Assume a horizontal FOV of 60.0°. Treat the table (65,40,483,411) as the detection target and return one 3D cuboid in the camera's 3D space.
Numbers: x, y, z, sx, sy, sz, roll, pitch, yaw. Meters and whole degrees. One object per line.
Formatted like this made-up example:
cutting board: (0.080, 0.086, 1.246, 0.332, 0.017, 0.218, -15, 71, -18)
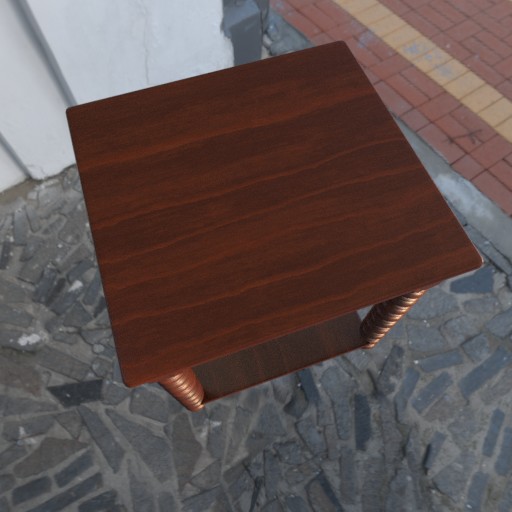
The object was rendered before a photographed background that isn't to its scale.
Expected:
table: (0.000, 0.000, 0.958, 0.533, 0.567, 0.500, -17, 65, -8)
